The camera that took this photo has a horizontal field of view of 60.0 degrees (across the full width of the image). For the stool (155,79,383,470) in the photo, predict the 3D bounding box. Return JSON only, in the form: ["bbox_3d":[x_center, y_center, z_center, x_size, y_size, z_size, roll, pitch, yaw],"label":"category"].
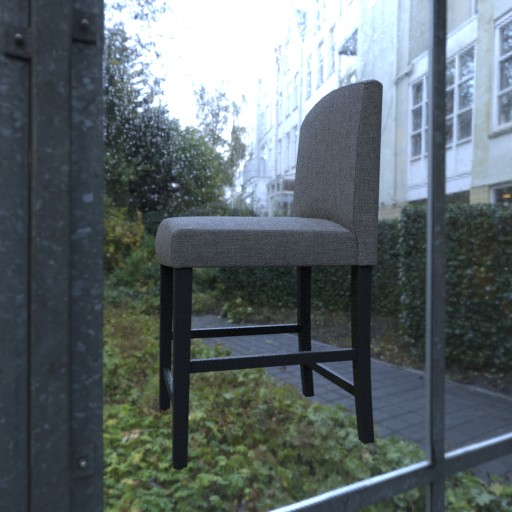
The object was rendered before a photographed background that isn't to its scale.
[{"bbox_3d":[0.000,0.000,1.262,0.552,0.966,0.451,0,1,-17],"label":"stool"}]
